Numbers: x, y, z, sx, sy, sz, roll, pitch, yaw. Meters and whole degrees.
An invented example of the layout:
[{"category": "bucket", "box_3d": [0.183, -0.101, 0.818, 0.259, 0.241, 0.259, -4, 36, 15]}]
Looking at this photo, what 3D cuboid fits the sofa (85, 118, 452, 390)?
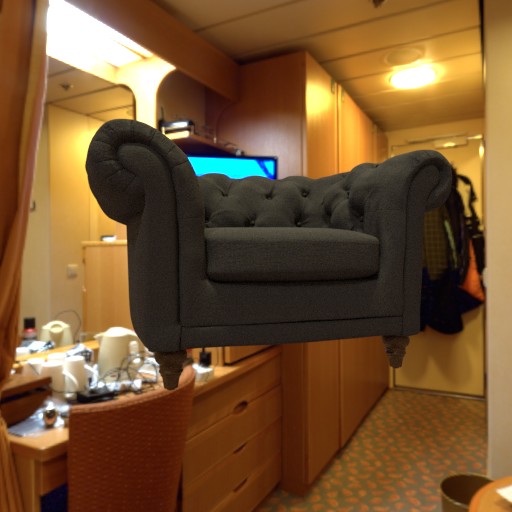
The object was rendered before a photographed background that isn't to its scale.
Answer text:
[{"category": "sofa", "box_3d": [0.000, 0.000, 1.990, 1.405, 0.878, 1.032, 0, 0, -19]}]
